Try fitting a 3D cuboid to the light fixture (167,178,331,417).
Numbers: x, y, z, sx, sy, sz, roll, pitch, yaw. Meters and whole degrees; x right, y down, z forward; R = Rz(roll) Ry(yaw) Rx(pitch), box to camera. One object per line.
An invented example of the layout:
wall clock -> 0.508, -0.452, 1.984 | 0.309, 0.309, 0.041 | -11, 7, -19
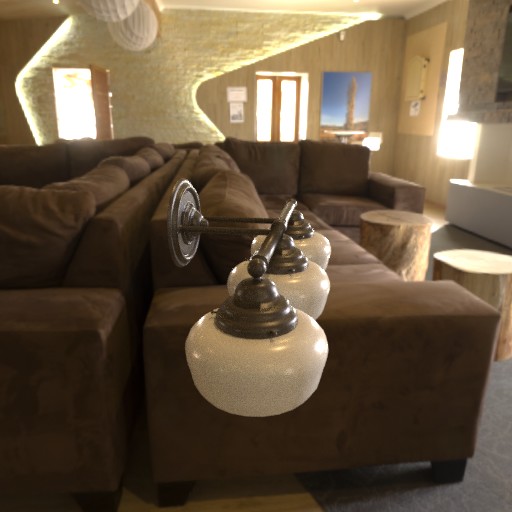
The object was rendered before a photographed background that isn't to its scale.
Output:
light fixture -> 0.000, 0.000, 0.710 | 0.239, 0.242, 0.587 | 3, 17, 9
